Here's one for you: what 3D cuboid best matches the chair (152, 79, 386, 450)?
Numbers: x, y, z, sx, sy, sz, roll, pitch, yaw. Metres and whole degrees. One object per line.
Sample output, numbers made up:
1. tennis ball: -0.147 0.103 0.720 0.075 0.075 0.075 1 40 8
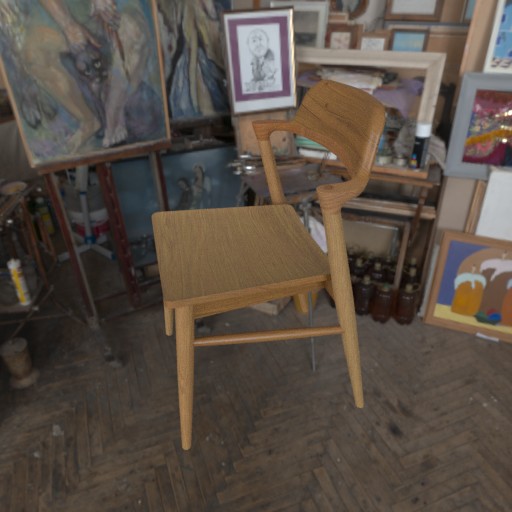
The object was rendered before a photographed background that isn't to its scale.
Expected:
1. chair: 0.000 0.000 1.137 0.499 0.792 0.512 -8 33 -13
